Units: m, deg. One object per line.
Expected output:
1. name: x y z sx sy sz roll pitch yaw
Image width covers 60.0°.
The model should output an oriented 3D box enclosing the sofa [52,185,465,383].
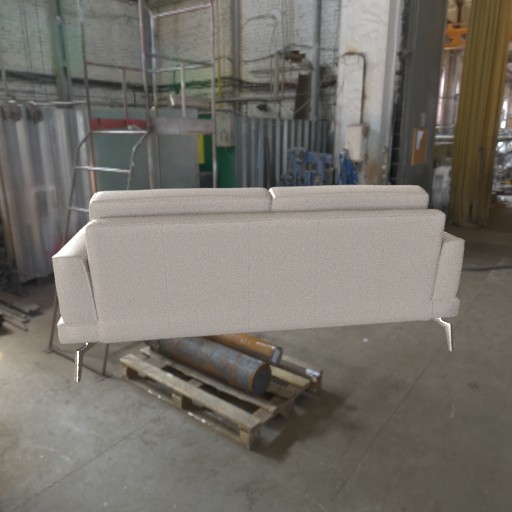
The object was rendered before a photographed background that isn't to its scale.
1. sofa: 0.000 0.000 2.751 2.177 0.930 1.121 -2 16 -9
